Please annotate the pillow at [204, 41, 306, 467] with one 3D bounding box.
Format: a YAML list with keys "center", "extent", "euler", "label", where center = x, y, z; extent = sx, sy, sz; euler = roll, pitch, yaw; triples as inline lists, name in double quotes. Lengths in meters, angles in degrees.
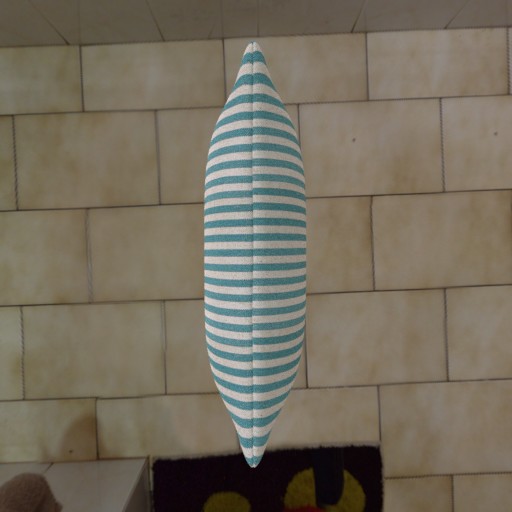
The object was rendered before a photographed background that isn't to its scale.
- center: [0.000, 0.000, 0.785]
  extent: [0.166, 0.510, 0.523]
  euler: [0, 91, 0]
  label: "pillow"
